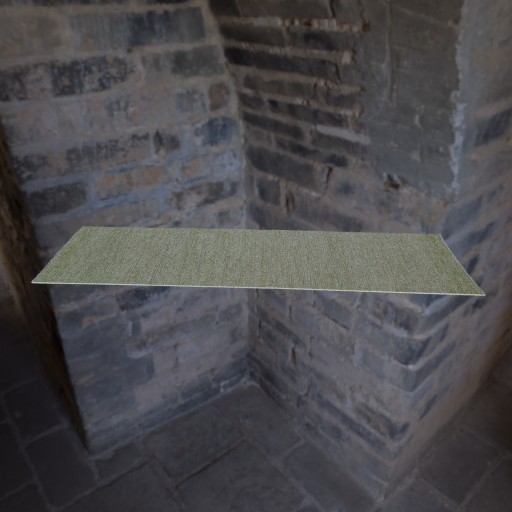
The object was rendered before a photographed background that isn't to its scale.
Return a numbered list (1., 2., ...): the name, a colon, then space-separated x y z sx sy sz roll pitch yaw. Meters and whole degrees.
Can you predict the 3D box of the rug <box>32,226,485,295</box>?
1. rug: 0.000 0.000 2.572 2.340 0.013 0.686 1 29 3
